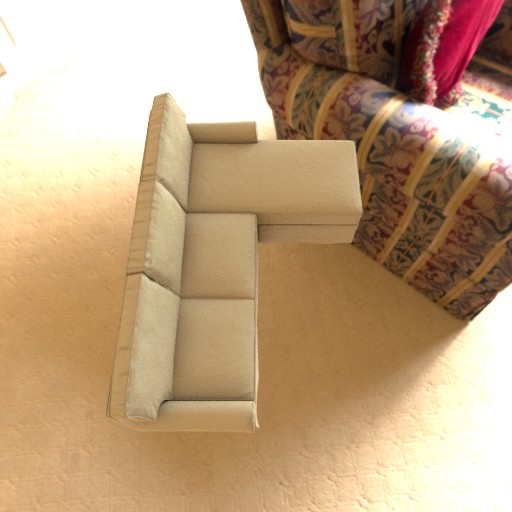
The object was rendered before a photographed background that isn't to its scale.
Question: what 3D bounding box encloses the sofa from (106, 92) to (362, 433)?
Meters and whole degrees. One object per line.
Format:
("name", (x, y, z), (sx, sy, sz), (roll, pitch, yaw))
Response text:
("sofa", (0.000, 0.000, 3.342), (1.733, 0.978, 2.475), (0, 64, 0))
